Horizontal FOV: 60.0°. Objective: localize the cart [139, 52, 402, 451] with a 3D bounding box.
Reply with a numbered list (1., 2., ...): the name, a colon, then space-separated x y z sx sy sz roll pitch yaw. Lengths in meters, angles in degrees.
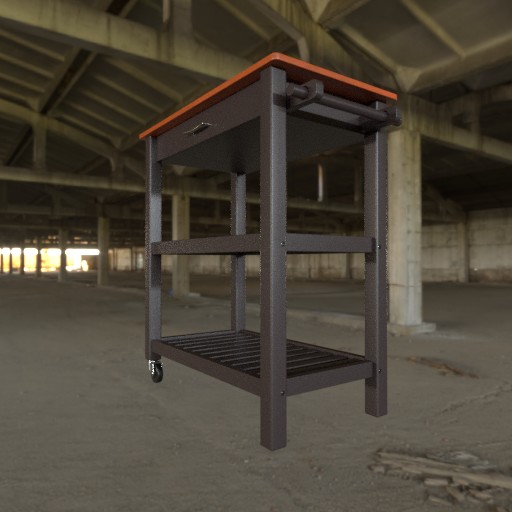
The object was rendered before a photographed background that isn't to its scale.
1. cart: 0.000 0.000 1.457 0.457 0.927 0.899 0 -1 -36
